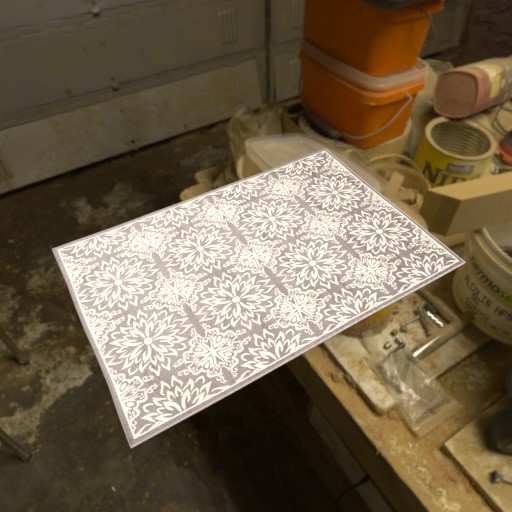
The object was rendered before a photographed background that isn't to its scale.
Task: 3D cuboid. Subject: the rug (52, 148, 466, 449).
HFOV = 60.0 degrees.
[{"bbox_3d":[0.000,0.000,2.363,1.847,0.012,1.224,-24,52,-20],"label":"rug"}]
